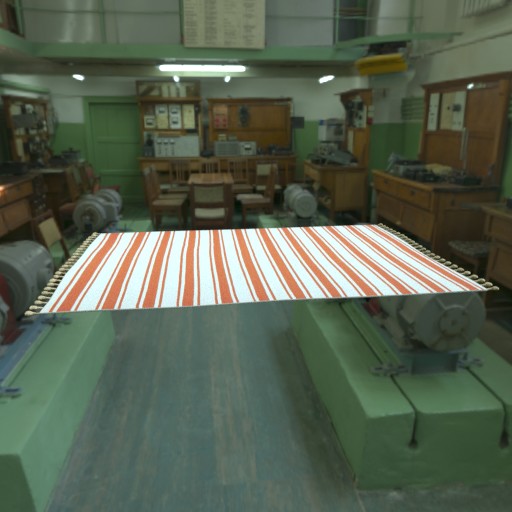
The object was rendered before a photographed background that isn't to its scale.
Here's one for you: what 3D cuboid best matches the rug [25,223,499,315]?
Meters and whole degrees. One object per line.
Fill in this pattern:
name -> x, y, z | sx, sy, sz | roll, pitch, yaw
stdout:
rug -> 0.000, 0.000, 2.944 | 2.433, 0.022, 1.556 | -2, 17, -7
